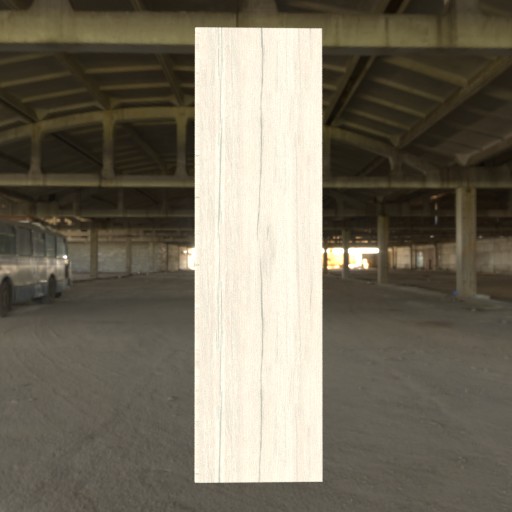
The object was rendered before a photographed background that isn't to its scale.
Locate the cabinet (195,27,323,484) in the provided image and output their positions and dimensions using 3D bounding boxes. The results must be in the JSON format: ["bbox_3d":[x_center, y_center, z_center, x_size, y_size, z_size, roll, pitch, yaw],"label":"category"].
[{"bbox_3d":[0.000,0.000,2.712,0.580,2.070,1.400,0,0,-1],"label":"cabinet"}]
